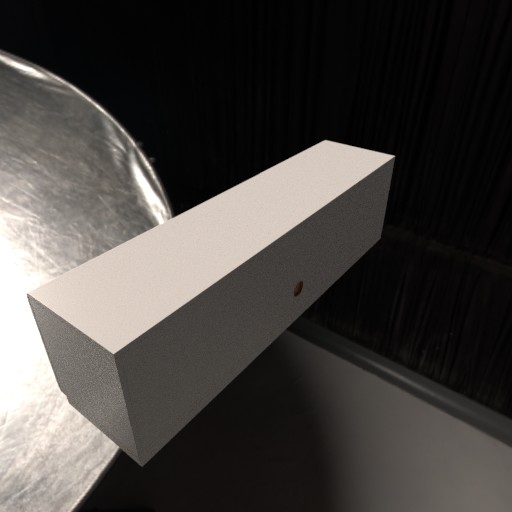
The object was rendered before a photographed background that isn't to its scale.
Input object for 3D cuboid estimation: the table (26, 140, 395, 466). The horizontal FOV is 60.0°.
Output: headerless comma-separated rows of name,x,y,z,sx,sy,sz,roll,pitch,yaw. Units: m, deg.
table,0.000,0.000,1.716,0.400,0.440,1.550,23,39,31
